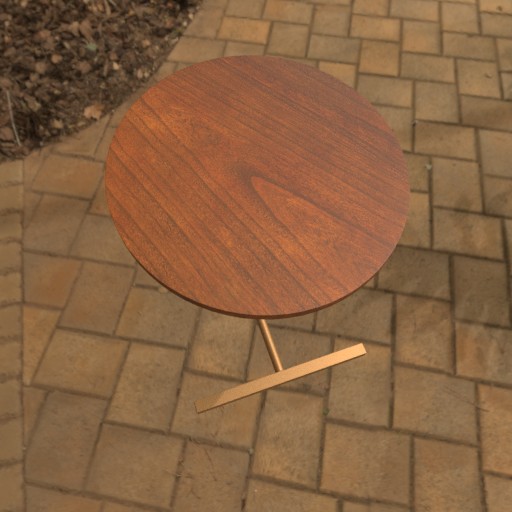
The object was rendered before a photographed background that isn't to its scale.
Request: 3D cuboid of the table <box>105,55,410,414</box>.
[{"bbox_3d":[0.000,0.000,1.102,0.530,0.706,0.577,-17,63,-9],"label":"table"}]
